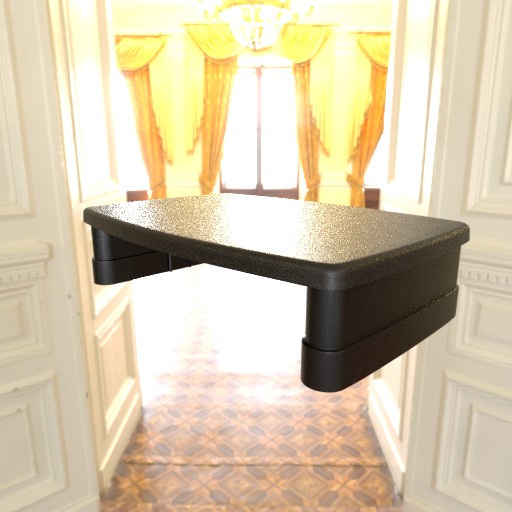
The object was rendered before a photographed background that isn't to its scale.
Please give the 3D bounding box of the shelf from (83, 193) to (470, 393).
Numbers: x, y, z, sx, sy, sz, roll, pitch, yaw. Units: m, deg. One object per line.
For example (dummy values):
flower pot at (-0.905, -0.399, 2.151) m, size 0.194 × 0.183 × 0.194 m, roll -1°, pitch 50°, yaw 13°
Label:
shelf at (0.000, 0.000, 0.522) m, size 0.280 × 0.100 × 0.410 m, roll -14°, pitch 20°, yaw -43°
